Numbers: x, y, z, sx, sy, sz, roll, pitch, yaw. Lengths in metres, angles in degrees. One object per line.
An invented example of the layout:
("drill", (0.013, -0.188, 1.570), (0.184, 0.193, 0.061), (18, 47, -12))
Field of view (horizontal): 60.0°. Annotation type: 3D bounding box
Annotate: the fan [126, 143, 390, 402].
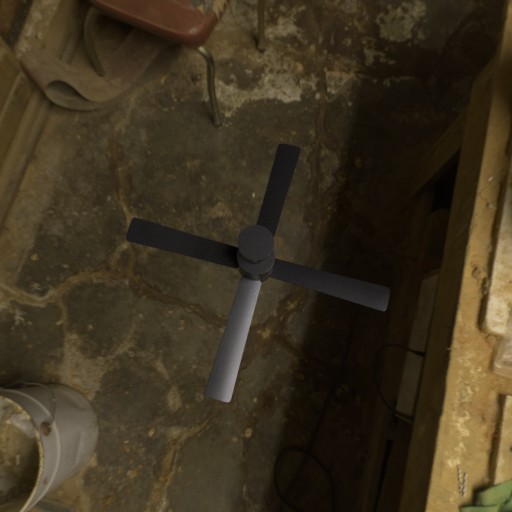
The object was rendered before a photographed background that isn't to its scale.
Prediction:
("fan", (0.000, 0.000, 2.333), (1.525, 0.534, 1.525), (16, 77, 4))
